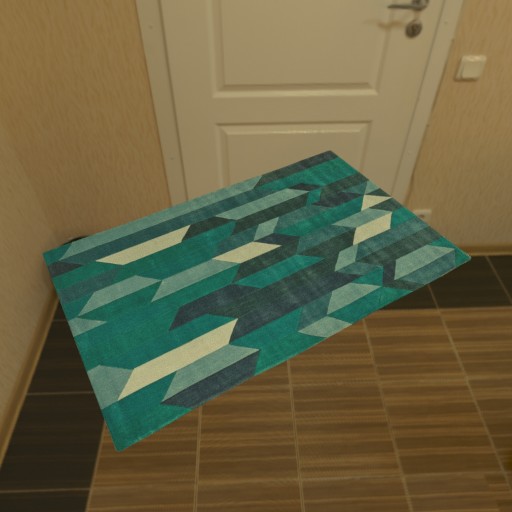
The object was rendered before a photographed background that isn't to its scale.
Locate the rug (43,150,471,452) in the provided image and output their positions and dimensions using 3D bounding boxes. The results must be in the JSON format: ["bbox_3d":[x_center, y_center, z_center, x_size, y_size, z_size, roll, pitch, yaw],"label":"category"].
[{"bbox_3d":[0.000,0.000,2.945,2.420,0.005,1.528,-23,50,-21],"label":"rug"}]
